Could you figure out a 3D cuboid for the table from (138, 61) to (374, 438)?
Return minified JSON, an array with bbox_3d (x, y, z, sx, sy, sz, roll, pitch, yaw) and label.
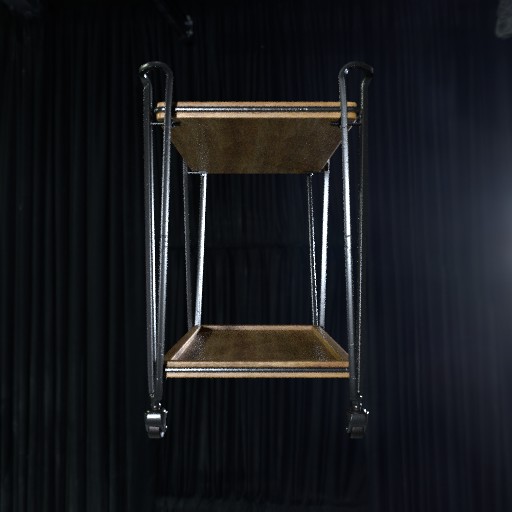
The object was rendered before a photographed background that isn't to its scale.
[{"bbox_3d":[0.000,0.000,1.233,0.505,0.785,0.672,0,-1,0],"label":"table"}]
